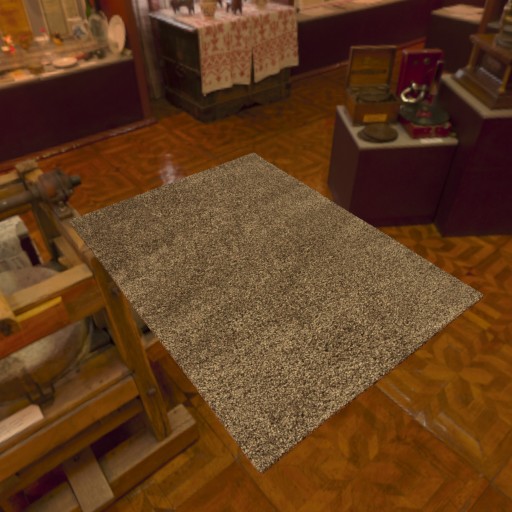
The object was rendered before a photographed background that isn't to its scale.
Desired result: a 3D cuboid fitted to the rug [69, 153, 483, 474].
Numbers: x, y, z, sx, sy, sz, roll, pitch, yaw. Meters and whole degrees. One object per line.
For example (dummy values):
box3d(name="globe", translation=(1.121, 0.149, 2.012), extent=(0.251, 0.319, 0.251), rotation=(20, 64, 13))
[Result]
box3d(name="rug", translation=(0.000, 0.000, 2.077), extent=(1.198, 0.025, 1.601), rotation=(-27, 47, -28))
